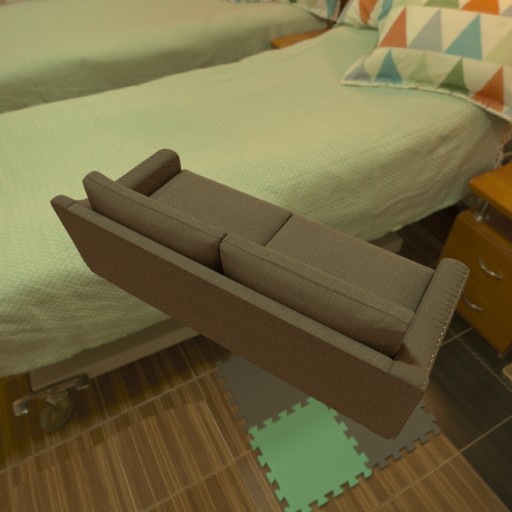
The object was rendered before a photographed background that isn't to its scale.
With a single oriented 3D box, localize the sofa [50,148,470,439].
[{"bbox_3d":[0.000,0.000,2.638,2.208,0.857,1.000,25,51,22],"label":"sofa"}]
